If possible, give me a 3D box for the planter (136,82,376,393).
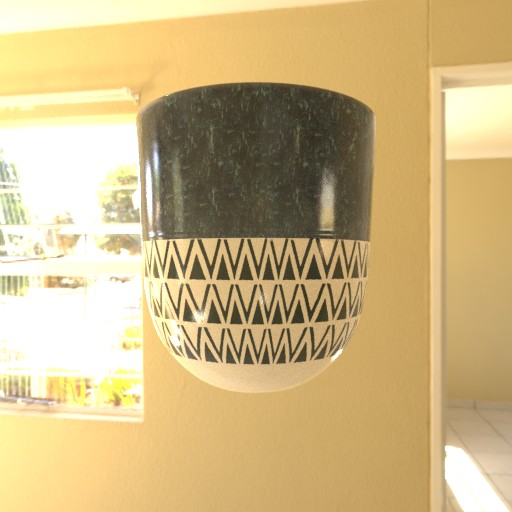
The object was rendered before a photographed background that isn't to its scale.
[{"bbox_3d":[0.000,0.000,0.370,0.195,0.214,0.195,0,-1,0],"label":"planter"}]
